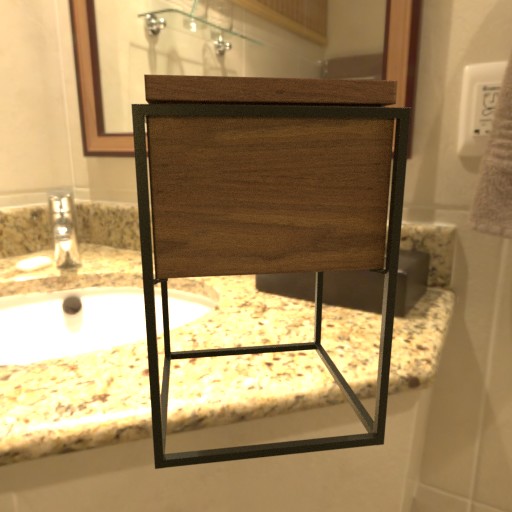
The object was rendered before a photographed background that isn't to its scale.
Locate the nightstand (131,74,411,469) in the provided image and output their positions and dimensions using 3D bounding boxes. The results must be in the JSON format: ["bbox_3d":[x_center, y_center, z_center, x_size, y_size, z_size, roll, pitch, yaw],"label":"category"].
[{"bbox_3d":[0.000,0.000,0.871,0.397,0.607,0.397,-2,14,-9],"label":"nightstand"}]
